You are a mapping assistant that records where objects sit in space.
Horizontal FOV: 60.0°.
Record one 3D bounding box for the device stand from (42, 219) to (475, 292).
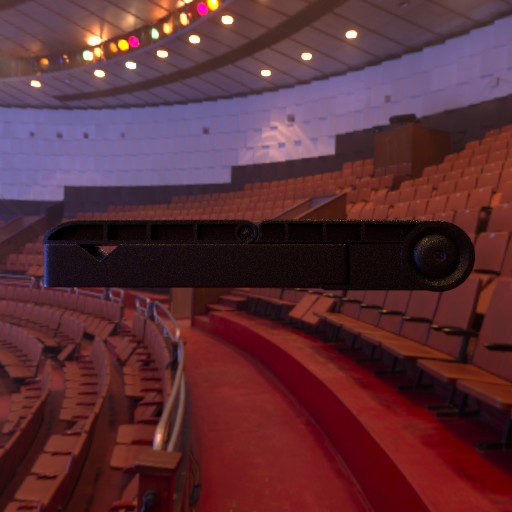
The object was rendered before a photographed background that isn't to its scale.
[{"bbox_3d":[0.000,0.000,0.194,0.179,0.030,0.026,0,-1,1],"label":"device stand"}]
